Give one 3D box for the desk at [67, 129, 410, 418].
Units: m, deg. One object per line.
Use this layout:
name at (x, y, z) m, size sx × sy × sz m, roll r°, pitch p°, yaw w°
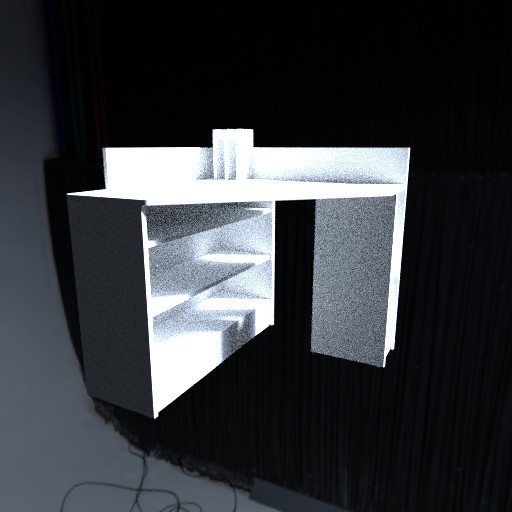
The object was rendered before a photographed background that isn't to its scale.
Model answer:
desk at (0.000, 0.000, 1.739) m, size 0.940 × 0.986 × 0.940 m, roll 7°, pitch 16°, yaw 27°
